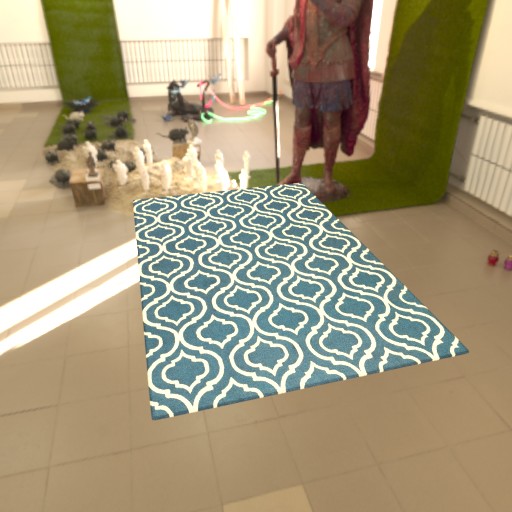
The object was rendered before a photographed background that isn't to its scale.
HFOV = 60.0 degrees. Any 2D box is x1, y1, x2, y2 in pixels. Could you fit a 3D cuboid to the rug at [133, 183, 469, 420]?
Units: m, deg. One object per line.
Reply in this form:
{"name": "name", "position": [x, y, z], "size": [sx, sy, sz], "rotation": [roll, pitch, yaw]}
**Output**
{"name": "rug", "position": [0.000, 0.000, 2.217], "size": [1.143, 0.010, 1.753], "rotation": [-8, 31, -13]}
